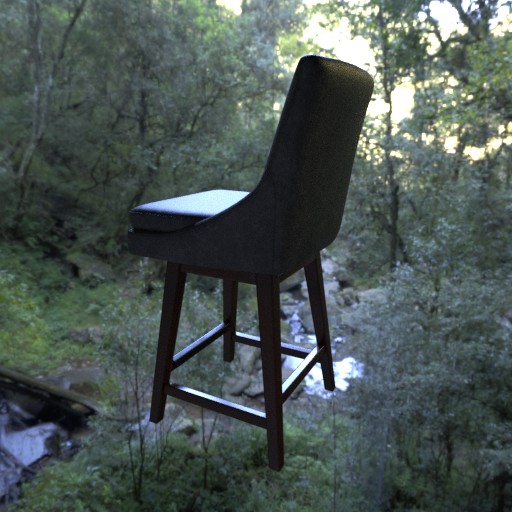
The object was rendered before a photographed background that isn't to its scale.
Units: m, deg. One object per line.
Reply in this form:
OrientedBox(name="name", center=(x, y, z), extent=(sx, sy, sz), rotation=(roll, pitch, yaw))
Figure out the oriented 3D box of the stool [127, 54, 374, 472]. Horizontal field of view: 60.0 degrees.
OrientedBox(name="stool", center=(0.000, 0.000, 1.352), extent=(0.587, 1.046, 0.492), rotation=(8, 18, 27))
